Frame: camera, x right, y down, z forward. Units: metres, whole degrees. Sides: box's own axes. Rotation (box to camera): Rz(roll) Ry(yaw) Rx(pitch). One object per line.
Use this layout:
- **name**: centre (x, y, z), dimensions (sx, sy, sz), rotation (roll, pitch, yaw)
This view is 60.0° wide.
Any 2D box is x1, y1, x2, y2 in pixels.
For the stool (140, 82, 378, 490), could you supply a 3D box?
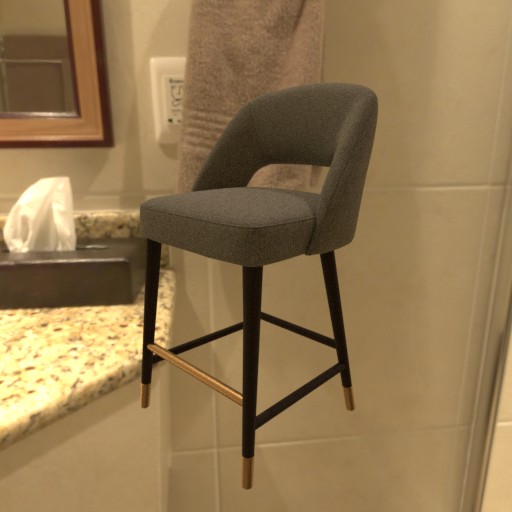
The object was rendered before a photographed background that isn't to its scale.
- **stool**: centre (0.000, 0.000, 1.221), dimensions (0.524, 0.925, 0.536), rotation (-15, 21, -43)
